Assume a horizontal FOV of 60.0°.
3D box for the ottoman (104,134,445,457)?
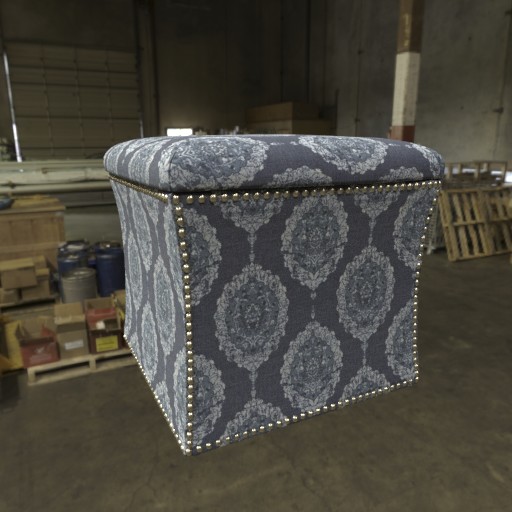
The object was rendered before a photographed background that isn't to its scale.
[{"bbox_3d":[0.000,0.000,0.898,0.507,0.475,0.497,-7,16,-26],"label":"ottoman"}]
